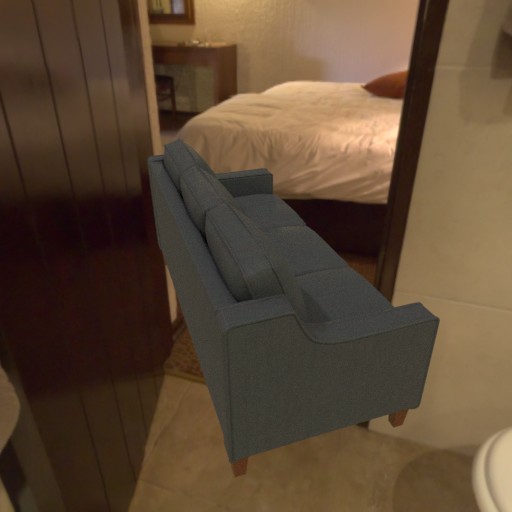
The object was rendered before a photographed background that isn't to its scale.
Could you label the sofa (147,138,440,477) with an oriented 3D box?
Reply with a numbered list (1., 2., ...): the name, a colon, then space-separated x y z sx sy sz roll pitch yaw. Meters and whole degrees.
1. sofa: 0.000 0.000 2.527 0.911 0.974 1.986 -10 31 -16
